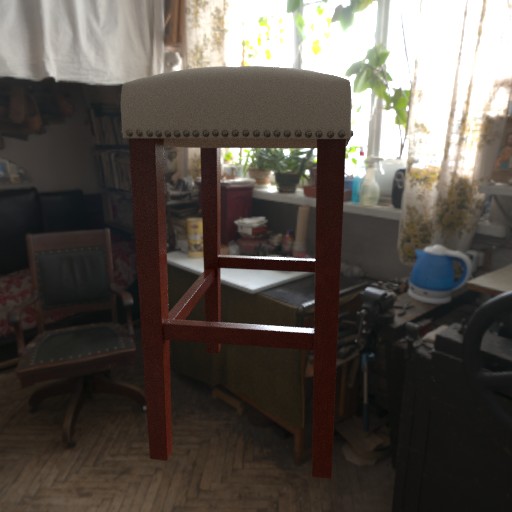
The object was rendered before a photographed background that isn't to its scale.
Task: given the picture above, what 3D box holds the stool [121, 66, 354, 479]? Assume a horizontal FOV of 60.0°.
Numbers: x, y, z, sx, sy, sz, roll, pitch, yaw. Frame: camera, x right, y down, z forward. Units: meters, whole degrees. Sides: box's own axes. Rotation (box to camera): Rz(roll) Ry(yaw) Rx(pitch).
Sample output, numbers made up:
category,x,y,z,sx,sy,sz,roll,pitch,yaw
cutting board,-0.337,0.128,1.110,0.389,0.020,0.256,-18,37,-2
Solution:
category,x,y,z,sx,sy,sz,roll,pitch,yaw
stool,0.000,0.000,0.999,0.372,0.742,0.504,2,16,8
